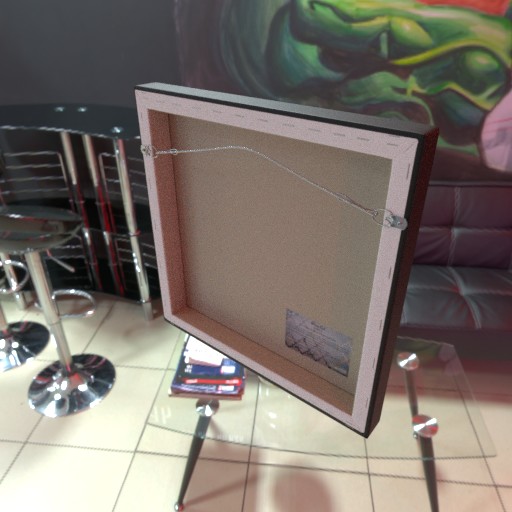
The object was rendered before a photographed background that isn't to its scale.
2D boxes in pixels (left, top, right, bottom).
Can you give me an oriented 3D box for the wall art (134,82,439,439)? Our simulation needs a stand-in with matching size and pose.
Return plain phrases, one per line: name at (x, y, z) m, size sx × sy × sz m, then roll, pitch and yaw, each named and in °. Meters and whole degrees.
wall art at (0.000, 0.000, 0.608) m, size 0.406 × 0.407 × 0.041 m, roll 22°, pitch 37°, yaw 33°
